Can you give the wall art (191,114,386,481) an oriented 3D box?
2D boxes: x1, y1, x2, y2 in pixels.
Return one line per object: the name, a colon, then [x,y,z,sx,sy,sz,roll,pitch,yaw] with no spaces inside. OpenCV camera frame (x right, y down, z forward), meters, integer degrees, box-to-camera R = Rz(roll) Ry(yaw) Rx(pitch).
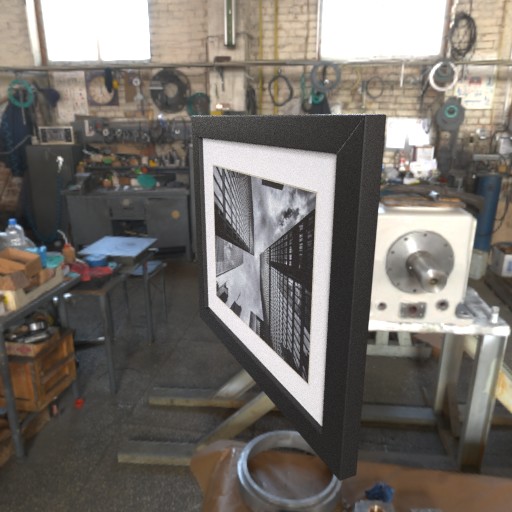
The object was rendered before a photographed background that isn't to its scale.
wall art: [0.000,0.000,0.753,0.031,0.457,0.558,-8,19,-25]
